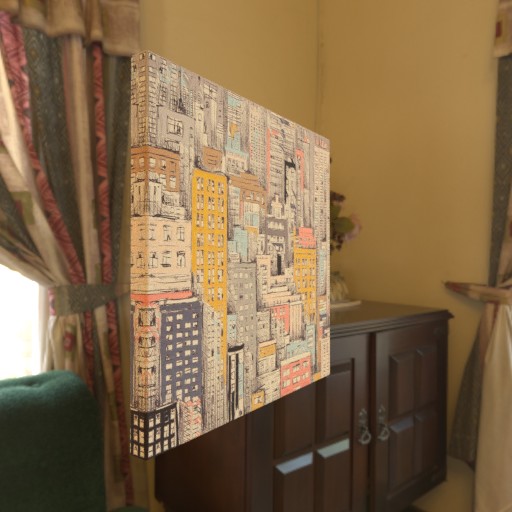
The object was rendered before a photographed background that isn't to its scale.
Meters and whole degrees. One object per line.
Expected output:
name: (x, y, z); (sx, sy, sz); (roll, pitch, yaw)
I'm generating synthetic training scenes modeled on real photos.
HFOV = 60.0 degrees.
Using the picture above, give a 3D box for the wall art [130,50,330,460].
wall art: (0.000, 0.000, 0.909); (0.038, 0.608, 0.607); (0, -1, 36)
